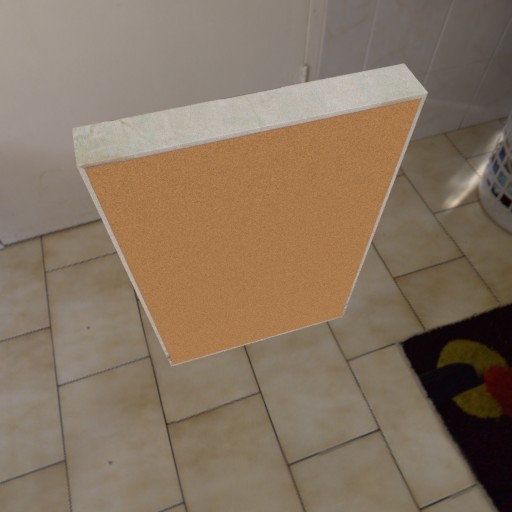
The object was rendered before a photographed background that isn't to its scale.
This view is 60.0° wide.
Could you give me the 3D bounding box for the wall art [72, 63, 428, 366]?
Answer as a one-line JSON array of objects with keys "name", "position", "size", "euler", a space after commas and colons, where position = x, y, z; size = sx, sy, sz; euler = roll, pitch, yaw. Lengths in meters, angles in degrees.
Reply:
[{"name": "wall art", "position": [0.000, 0.000, 0.476], "size": [0.254, 0.381, 0.038], "euler": [-14, 58, -9]}]
